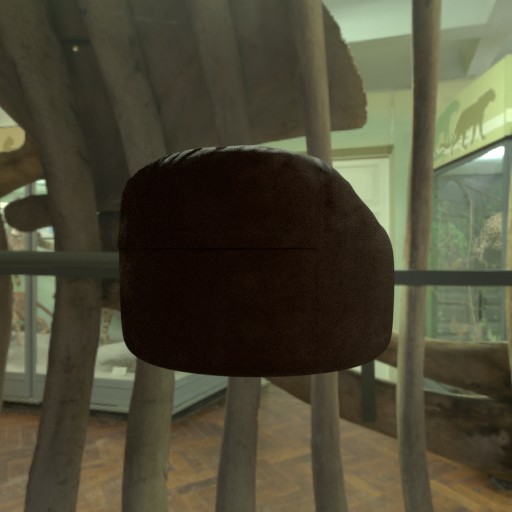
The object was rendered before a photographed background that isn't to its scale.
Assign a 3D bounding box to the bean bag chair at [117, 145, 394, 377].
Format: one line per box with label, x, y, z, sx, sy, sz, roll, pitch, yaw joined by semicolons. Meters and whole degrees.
bean bag chair;0.000;0.000;1.531;0.918;0.616;0.918;0;1;0
